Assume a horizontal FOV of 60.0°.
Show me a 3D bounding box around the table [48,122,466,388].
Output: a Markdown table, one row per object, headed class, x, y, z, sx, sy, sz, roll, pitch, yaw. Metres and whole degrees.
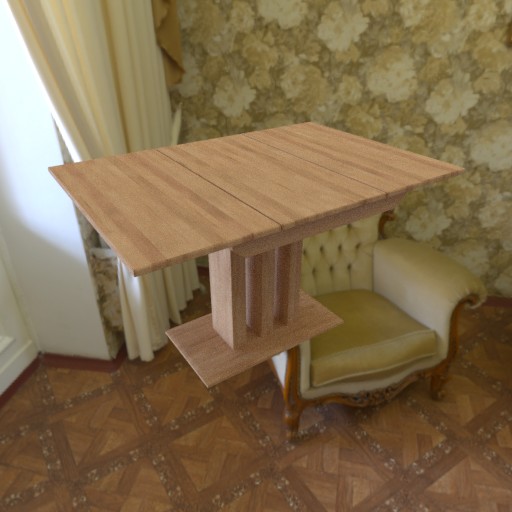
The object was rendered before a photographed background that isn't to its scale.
| class | x | y | z | sx | sy | sz | roll | pitch | yaw |
| --- | --- | --- | --- | --- | --- | --- | --- | --- | --- |
| table | 0.000 | 0.000 | 1.864 | 1.300 | 0.770 | 0.900 | -19 | 35 | -29 |
